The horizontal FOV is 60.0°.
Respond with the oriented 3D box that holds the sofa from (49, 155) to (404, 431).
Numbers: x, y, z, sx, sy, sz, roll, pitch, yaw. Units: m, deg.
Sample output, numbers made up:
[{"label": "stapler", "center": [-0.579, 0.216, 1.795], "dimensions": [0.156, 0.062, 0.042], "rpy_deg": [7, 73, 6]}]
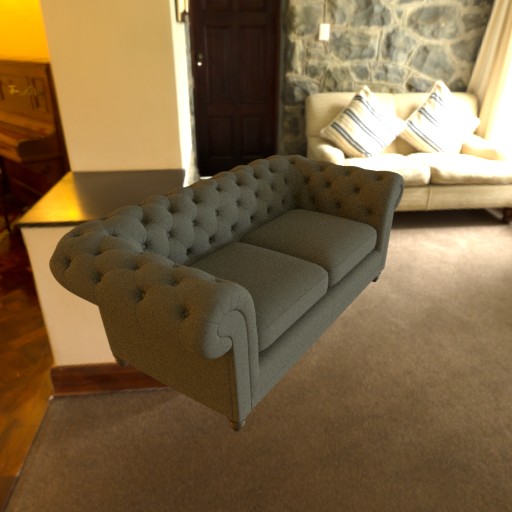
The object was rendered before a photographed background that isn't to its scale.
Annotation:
[{"label": "sofa", "center": [0.000, 0.000, 2.493], "dimensions": [0.986, 0.764, 1.998], "rpy_deg": [17, 31, 31]}]
